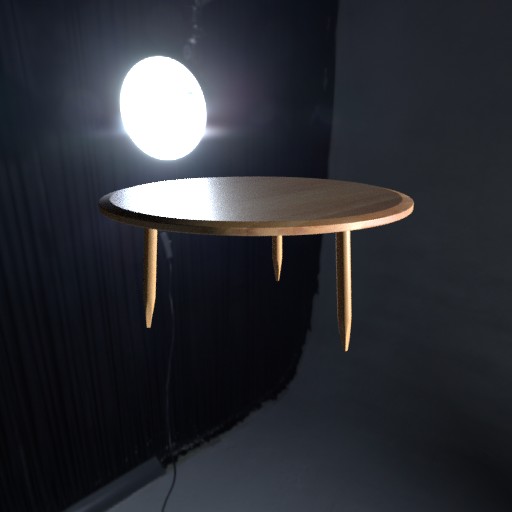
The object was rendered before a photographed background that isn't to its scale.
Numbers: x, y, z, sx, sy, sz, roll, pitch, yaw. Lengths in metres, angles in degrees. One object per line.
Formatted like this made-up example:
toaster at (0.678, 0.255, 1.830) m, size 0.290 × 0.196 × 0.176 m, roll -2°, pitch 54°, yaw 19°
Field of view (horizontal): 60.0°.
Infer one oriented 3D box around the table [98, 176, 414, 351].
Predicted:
table at (0.000, 0.000, 1.391) m, size 0.900 × 0.400 × 0.900 m, roll 0°, pitch 17°, yaw 0°
